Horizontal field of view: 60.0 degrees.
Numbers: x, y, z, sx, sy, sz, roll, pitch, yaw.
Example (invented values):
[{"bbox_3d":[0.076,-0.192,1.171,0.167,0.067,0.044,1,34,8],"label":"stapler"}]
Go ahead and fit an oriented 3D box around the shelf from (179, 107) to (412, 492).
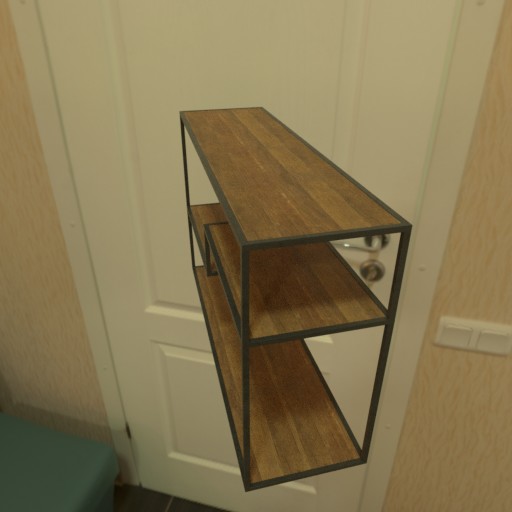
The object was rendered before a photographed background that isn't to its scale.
[{"bbox_3d":[0.000,0.000,1.557,0.361,0.765,1.201,-7,31,-12],"label":"shelf"}]
